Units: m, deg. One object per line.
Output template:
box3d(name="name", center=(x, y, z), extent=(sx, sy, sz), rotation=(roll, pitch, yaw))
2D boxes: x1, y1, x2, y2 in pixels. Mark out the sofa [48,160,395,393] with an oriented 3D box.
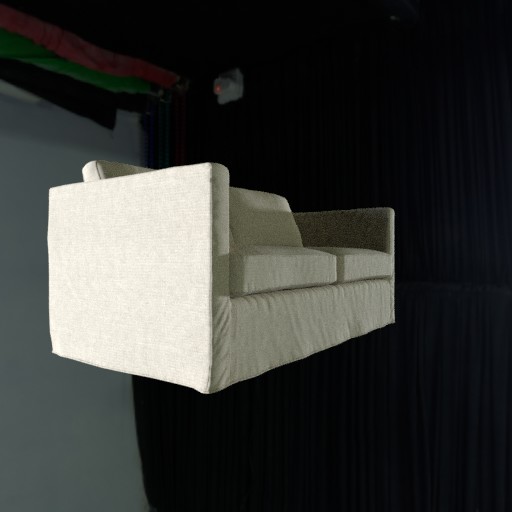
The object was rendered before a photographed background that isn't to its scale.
box3d(name="sofa", center=(0.000, 0.000, 2.311), extent=(0.956, 0.828, 1.766), rotation=(0, 0, 35))
